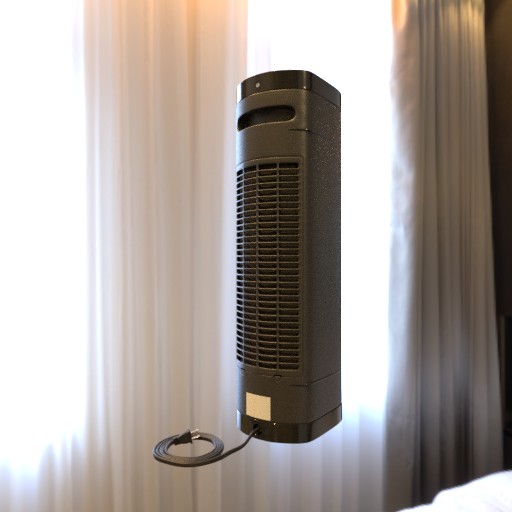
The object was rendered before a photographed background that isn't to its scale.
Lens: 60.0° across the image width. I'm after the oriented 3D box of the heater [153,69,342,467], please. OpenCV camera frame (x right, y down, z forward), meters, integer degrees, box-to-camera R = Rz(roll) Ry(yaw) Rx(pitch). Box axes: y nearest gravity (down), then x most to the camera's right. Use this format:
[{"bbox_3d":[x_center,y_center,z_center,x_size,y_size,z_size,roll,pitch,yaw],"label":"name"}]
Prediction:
[{"bbox_3d":[0.000,0.000,0.690,0.174,0.552,0.312,0,0,36],"label":"heater"}]
